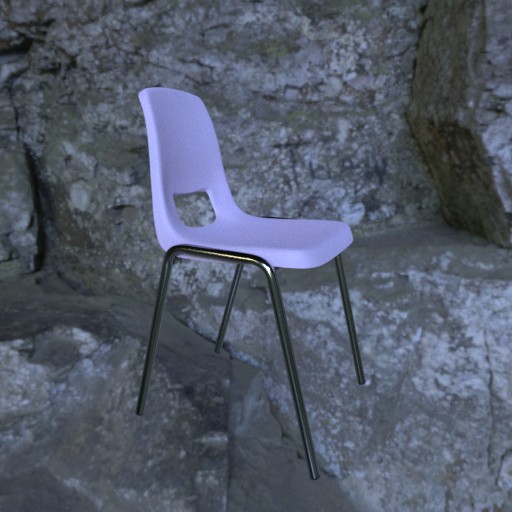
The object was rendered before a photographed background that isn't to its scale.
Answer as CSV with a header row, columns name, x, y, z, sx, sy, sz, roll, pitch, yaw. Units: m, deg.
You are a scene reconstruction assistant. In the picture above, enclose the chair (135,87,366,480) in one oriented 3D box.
name,x,y,z,sx,sy,sz,roll,pitch,yaw
chair,0.000,0.000,0.963,0.436,0.704,0.381,7,16,25
